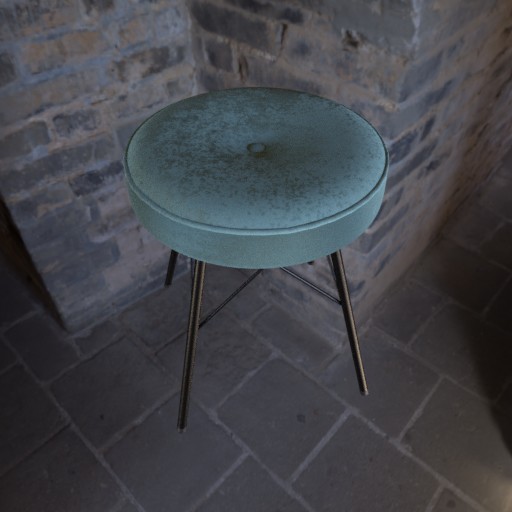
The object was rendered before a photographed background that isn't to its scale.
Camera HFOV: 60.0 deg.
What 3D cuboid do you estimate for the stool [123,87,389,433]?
[{"bbox_3d":[0.000,0.000,0.860,0.457,0.519,0.458,-2,45,-2],"label":"stool"}]
